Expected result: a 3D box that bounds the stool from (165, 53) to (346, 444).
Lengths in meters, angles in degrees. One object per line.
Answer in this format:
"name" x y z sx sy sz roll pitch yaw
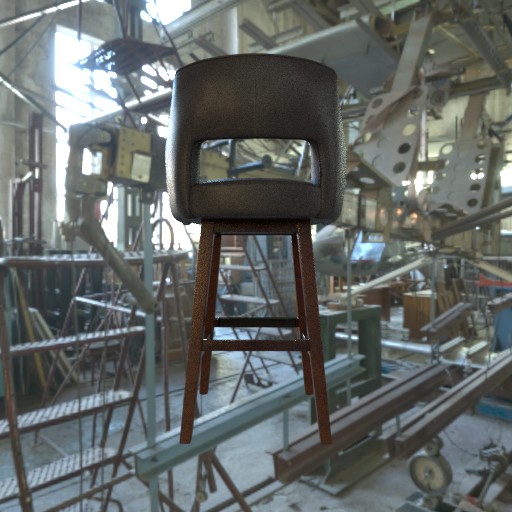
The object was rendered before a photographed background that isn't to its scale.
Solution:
"stool" 0.000 0.000 1.403 0.550 1.041 0.560 0 1 0
